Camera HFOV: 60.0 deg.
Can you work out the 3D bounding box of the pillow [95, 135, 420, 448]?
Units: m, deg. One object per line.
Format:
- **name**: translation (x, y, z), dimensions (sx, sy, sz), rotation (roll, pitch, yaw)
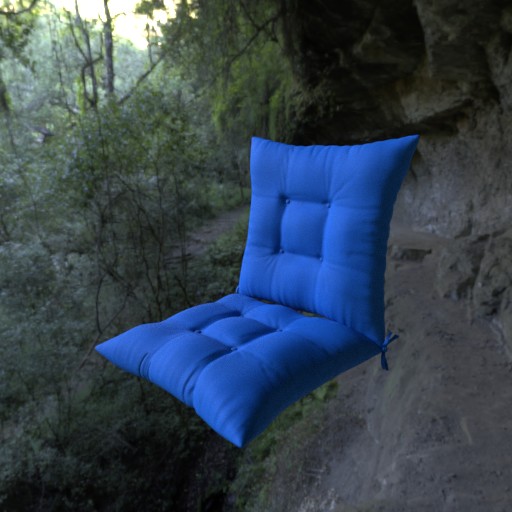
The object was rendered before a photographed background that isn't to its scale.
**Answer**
- **pillow**: translation (0.000, 0.000, 1.019), dimensions (0.541, 0.536, 0.585), rotation (14, 20, 42)
